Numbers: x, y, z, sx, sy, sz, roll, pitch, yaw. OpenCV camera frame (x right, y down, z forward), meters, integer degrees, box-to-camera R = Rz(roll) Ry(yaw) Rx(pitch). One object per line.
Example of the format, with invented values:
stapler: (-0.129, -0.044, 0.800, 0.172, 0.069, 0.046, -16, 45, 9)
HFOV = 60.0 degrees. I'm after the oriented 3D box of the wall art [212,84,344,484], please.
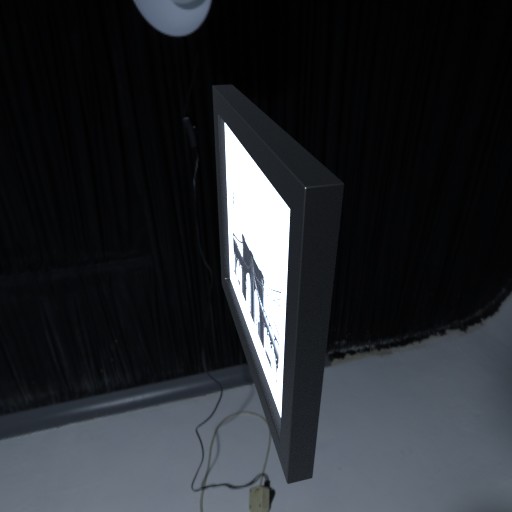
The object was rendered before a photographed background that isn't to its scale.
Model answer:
wall art: (0.000, 0.000, 0.538, 0.028, 0.330, 0.380, -7, 32, -12)
